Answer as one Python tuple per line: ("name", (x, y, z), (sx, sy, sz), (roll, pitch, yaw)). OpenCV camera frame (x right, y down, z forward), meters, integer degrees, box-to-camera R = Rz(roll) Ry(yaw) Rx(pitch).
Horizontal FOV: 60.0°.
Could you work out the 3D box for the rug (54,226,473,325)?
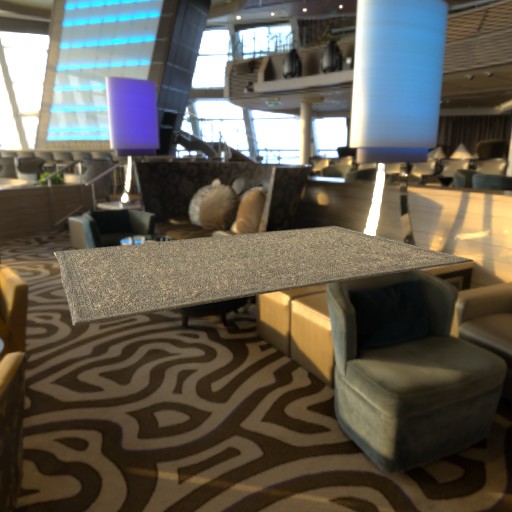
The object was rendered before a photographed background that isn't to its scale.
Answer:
("rug", (0.000, 0.000, 3.076), (2.498, 0.022, 1.535), (-7, 15, -26))
